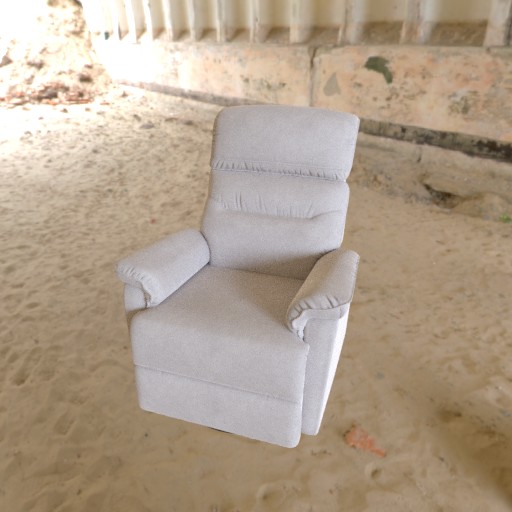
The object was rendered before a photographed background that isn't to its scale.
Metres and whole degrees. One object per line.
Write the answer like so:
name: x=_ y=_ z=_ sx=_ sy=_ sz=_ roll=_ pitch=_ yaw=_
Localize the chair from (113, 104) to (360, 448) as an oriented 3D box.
chair: x=0.000 y=0.000 z=1.769 sx=0.820 sy=1.039 sz=1.001 roll=8 pitch=28 yaw=16
